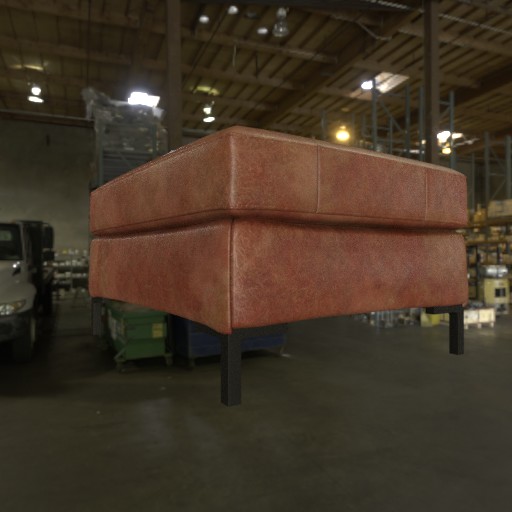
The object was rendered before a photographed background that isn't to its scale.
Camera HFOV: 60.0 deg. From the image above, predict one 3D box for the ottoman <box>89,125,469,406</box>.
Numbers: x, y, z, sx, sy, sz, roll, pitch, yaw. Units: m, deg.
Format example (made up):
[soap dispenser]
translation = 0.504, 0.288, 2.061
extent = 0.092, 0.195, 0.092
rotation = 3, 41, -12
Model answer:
[ottoman]
translation = 0.000, 0.000, 1.704
extent = 0.965, 0.667, 1.186
rotation = 0, 0, -35
